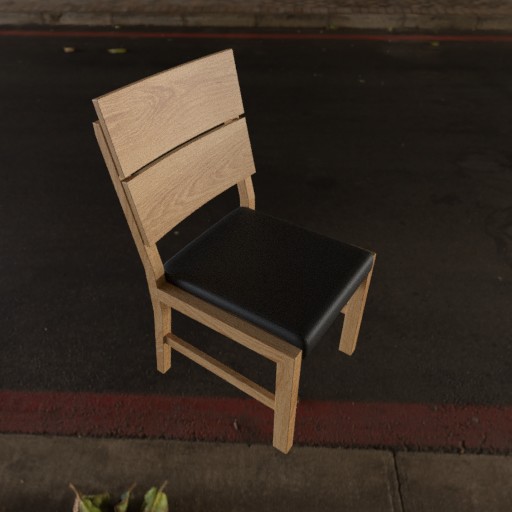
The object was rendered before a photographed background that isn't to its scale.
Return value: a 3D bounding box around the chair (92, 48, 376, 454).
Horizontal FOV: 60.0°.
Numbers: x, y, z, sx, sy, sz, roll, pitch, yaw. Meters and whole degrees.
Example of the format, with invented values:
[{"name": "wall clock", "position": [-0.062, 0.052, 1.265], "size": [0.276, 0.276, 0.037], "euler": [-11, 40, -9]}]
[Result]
[{"name": "chair", "position": [0.000, 0.000, 1.284], "size": [0.569, 0.950, 0.475], "euler": [24, 45, 26]}]
